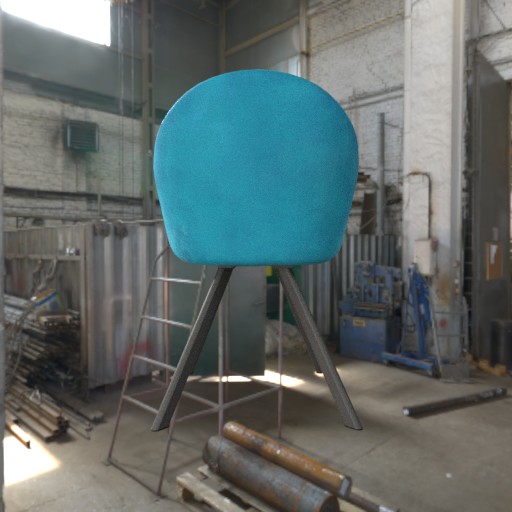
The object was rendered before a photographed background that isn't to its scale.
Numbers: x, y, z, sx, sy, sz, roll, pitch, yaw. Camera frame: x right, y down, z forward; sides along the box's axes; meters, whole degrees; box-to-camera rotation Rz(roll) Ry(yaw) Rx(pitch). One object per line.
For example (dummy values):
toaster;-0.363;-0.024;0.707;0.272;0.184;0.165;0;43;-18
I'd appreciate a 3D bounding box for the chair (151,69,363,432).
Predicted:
chair;0.000;0.000;1.214;0.550;0.795;0.590;0;1;-1
